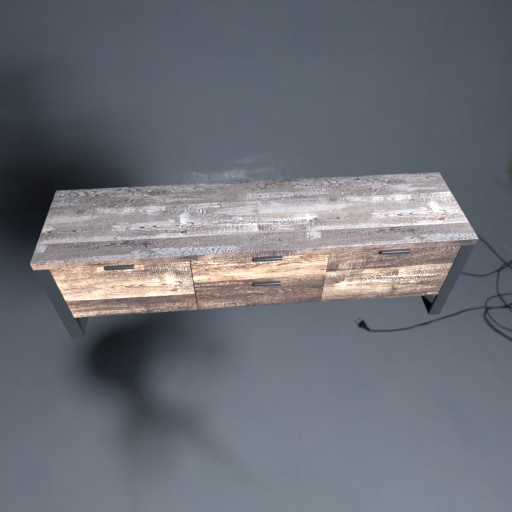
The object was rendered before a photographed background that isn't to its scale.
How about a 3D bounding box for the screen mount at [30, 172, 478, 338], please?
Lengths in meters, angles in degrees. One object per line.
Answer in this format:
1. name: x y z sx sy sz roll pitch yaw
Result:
1. screen mount: 0.000 0.000 1.793 1.524 0.450 0.395 -3 47 -3
